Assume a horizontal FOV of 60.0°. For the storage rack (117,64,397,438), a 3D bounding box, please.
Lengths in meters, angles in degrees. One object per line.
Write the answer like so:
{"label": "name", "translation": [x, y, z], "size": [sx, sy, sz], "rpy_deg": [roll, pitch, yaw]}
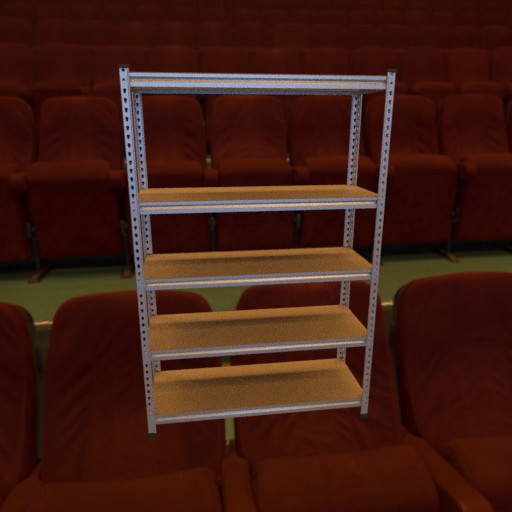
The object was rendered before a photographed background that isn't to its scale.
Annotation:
{"label": "storage rack", "translation": [0.000, 0.000, 2.380], "size": [1.219, 1.829, 0.457], "rpy_deg": [-2, 17, -8]}
